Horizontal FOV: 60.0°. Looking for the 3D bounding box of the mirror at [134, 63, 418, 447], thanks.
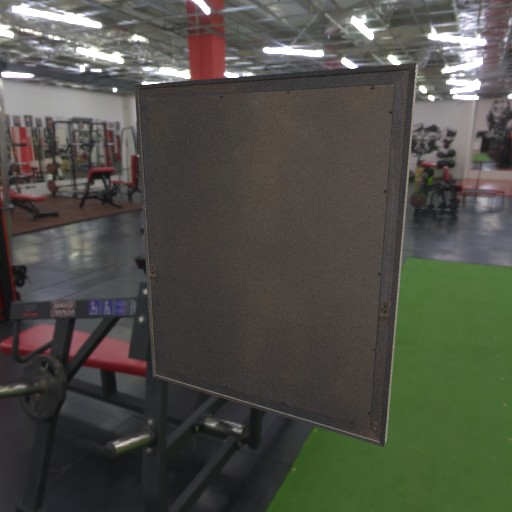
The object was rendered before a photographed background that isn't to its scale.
[{"bbox_3d":[0.000,0.000,1.164,0.730,0.882,0.032,7,16,27],"label":"mirror"}]
